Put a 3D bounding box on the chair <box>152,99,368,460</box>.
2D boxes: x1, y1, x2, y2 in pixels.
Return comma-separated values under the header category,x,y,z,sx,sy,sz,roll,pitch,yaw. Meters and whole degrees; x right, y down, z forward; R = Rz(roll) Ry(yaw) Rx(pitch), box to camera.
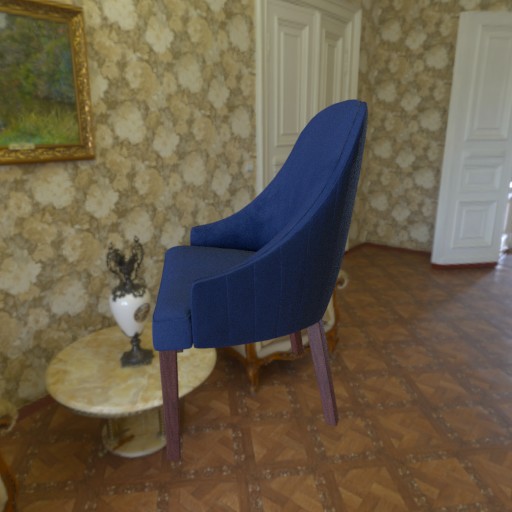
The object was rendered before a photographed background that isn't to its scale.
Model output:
category,x,y,z,sx,sy,sz,roll,pitch,yaw
chair,0.000,0.000,1.328,0.575,0.889,0.643,-2,16,-8
